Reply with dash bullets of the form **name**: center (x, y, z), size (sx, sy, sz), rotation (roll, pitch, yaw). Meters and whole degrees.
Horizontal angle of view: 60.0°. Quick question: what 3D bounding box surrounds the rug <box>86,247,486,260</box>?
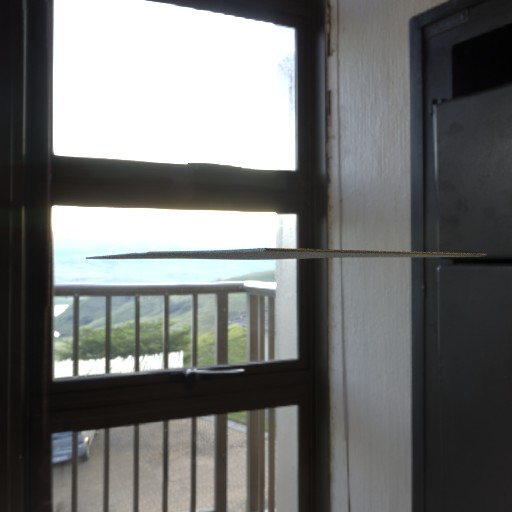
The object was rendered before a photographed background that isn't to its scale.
- **rug**: center (0.000, 0.000, 2.998), size (1.613, 0.030, 2.306), rotation (1, -1, -36)
